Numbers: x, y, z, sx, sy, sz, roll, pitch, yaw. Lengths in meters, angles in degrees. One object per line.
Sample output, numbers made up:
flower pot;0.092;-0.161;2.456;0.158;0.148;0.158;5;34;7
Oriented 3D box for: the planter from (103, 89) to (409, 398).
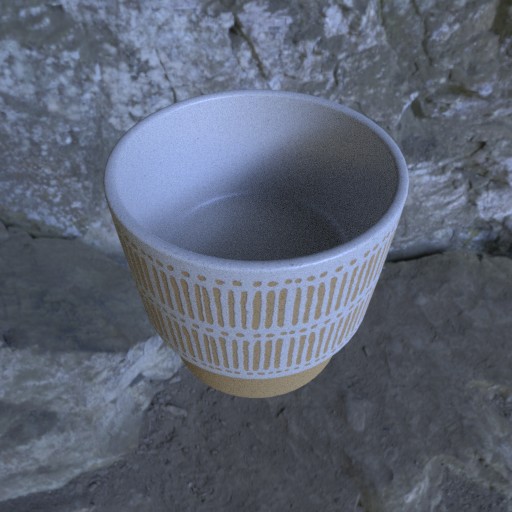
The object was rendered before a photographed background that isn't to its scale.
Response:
planter;0.000;0.000;0.579;0.317;0.303;0.317;0;47;0
